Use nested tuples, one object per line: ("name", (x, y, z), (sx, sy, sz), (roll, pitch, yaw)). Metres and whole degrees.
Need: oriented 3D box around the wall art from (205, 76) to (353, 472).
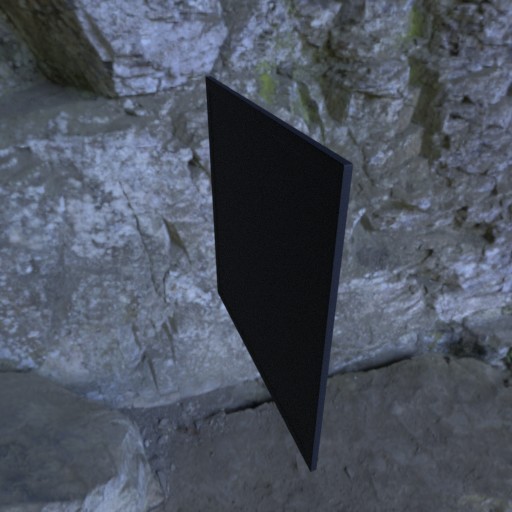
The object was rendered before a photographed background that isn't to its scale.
("wall art", (0.000, 0.000, 0.849), (0.012, 0.558, 0.562), (-11, 34, -18))
